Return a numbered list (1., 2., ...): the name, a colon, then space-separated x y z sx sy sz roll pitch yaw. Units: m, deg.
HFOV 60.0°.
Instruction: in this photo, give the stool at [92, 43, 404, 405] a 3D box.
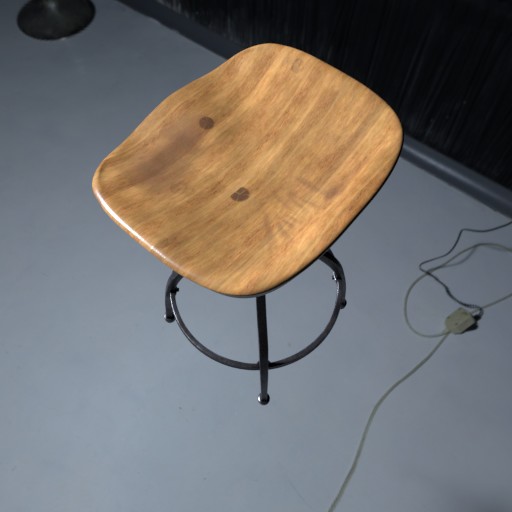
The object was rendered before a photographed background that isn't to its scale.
1. stool: 0.000 0.000 0.955 0.424 0.694 0.432 37 69 17
